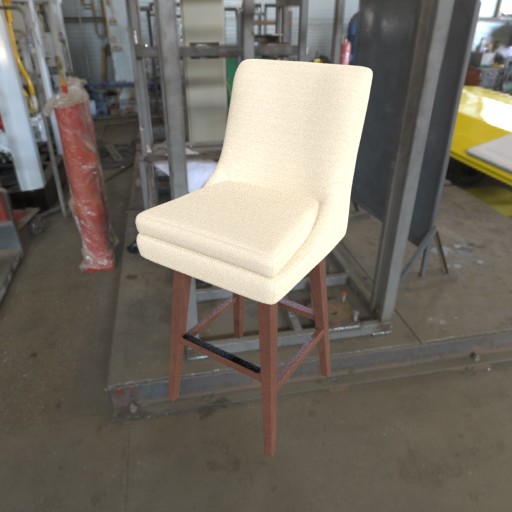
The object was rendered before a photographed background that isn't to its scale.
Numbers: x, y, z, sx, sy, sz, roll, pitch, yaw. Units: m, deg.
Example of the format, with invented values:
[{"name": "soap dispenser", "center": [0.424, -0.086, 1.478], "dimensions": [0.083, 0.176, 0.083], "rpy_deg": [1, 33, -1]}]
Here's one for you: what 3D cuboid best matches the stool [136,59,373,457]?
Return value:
[{"name": "stool", "center": [0.000, 0.000, 1.407], "dimensions": [0.483, 1.093, 0.559], "rpy_deg": [18, 34, 29]}]
